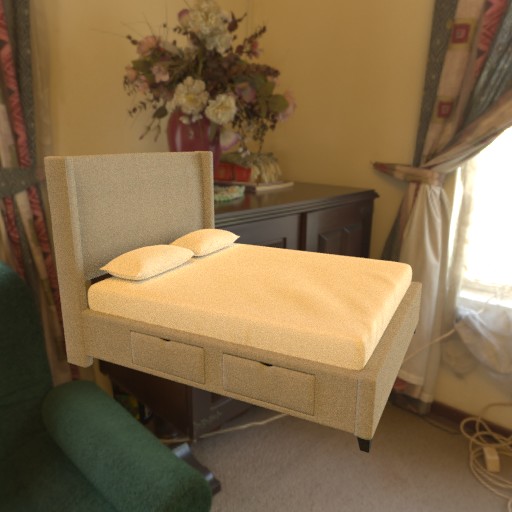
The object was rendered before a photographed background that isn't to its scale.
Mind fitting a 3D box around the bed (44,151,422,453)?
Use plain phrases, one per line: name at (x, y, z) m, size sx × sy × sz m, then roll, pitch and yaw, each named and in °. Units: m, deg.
bed at (0.000, 0.000, 3.351) m, size 2.222 × 1.491 × 1.774 m, roll 7°, pitch 16°, yaw 26°
